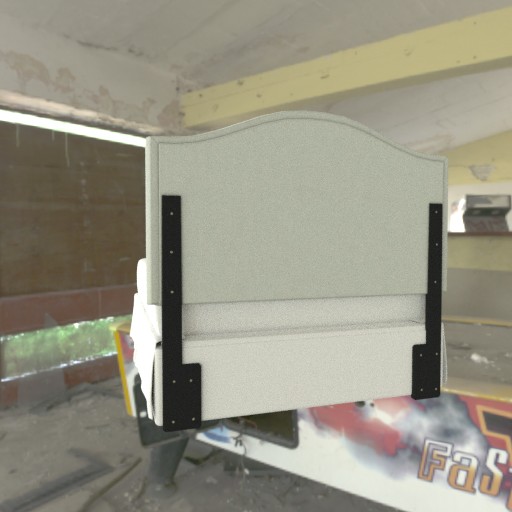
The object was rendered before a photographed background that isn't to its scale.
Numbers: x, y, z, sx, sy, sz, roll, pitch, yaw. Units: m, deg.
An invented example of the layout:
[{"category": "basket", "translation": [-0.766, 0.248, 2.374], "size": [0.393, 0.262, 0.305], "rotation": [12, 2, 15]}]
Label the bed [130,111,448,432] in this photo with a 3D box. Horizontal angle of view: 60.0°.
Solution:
[{"category": "bed", "translation": [0.000, 0.000, 3.380], "size": [1.813, 1.607, 2.180], "rotation": [-1, 2, -18]}]
